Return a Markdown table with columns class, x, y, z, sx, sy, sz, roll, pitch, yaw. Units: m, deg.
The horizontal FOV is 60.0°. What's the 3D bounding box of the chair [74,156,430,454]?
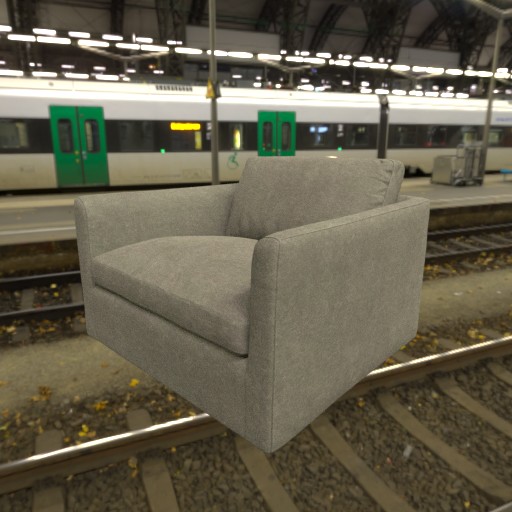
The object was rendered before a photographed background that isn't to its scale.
| class | x | y | z | sx | sy | sz | roll | pitch | yaw |
| --- | --- | --- | --- | --- | --- | --- | --- | --- | --- |
| chair | 0.000 | 0.000 | 1.912 | 1.091 | 0.845 | 1.190 | -14 | 20 | -43 |
